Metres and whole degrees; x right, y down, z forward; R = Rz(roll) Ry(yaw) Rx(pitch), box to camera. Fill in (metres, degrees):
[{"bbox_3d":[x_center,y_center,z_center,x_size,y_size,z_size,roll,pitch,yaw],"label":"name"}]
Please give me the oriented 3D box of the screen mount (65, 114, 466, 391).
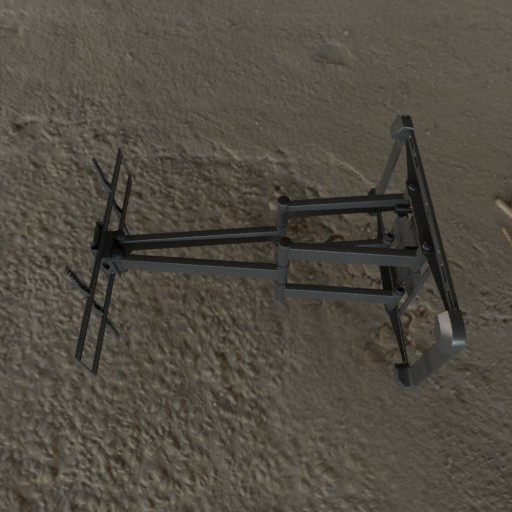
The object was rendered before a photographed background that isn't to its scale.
[{"bbox_3d":[0.000,0.000,1.331,0.905,0.483,0.725,0,59,0],"label":"screen mount"}]
